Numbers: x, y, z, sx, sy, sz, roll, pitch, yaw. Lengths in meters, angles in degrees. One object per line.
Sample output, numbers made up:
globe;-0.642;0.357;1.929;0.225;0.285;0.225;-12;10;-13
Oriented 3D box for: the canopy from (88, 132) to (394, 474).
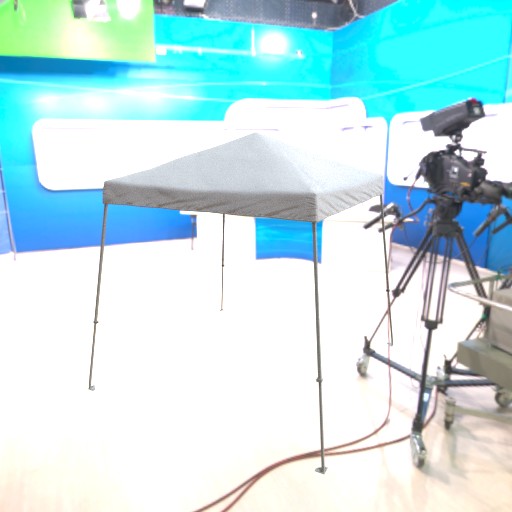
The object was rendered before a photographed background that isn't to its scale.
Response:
canopy;0.000;0.000;5.285;2.849;2.850;2.850;8;16;27
